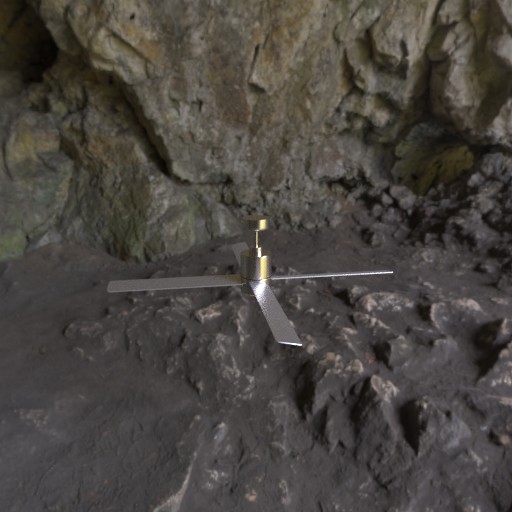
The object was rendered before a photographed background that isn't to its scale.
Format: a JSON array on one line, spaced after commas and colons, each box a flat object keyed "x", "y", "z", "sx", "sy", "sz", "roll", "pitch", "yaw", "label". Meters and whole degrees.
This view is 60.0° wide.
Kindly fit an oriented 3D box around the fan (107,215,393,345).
[{"x": 0.000, "y": 0.000, "z": 2.021, "sx": 1.322, "sy": 0.355, "sz": 1.322, "roll": -3, "pitch": 16, "yaw": -9, "label": "fan"}]
